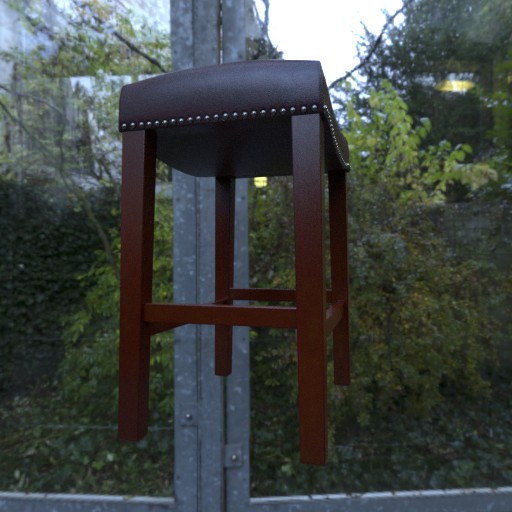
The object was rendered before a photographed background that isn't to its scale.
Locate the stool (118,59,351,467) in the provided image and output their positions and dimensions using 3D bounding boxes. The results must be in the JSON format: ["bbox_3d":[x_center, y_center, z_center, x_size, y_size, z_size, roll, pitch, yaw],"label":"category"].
[{"bbox_3d":[0.000,0.000,0.968,0.372,0.657,0.504,0,-1,17],"label":"stool"}]
